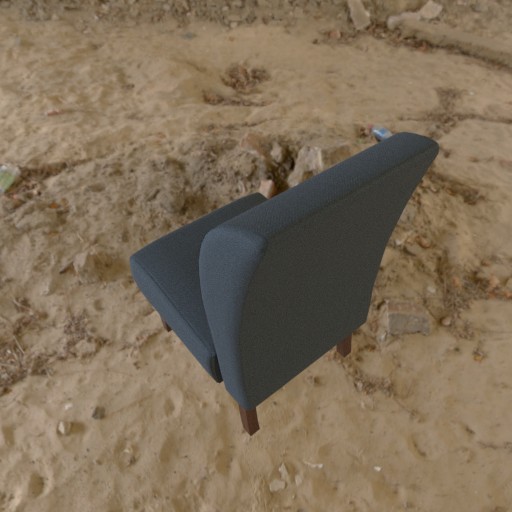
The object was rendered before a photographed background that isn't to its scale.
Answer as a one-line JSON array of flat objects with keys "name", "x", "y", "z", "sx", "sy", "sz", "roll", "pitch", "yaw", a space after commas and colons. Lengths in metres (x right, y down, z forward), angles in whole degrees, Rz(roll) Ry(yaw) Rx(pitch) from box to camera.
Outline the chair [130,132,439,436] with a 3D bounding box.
[{"name": "chair", "x": 0.000, "y": 0.000, "z": 1.182, "sx": 0.513, "sy": 0.804, "sz": 0.592, "roll": -31, "pitch": 54, "yaw": -27}]
